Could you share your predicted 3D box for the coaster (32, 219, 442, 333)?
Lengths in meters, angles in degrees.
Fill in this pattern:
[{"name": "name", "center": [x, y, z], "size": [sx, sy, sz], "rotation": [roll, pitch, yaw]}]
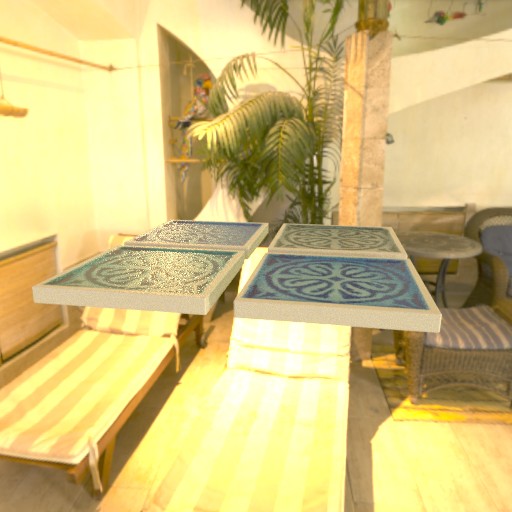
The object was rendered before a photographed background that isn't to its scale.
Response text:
[{"name": "coaster", "center": [0.000, 0.000, 0.333], "size": [0.219, 0.010, 0.214], "rotation": [3, 15, 10]}]
